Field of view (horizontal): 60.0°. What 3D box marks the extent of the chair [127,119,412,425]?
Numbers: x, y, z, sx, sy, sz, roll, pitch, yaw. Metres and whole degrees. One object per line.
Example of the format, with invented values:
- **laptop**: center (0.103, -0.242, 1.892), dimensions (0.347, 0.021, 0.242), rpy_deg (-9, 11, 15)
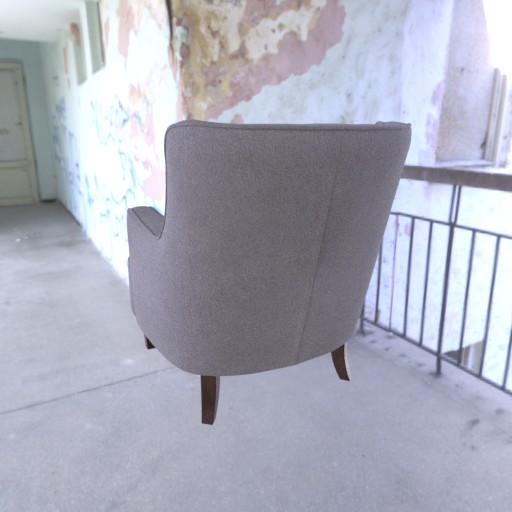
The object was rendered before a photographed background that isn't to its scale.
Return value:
- **chair**: center (0.000, 0.000, 1.580), dimensions (0.781, 0.919, 0.910), rpy_deg (-8, 18, -26)
